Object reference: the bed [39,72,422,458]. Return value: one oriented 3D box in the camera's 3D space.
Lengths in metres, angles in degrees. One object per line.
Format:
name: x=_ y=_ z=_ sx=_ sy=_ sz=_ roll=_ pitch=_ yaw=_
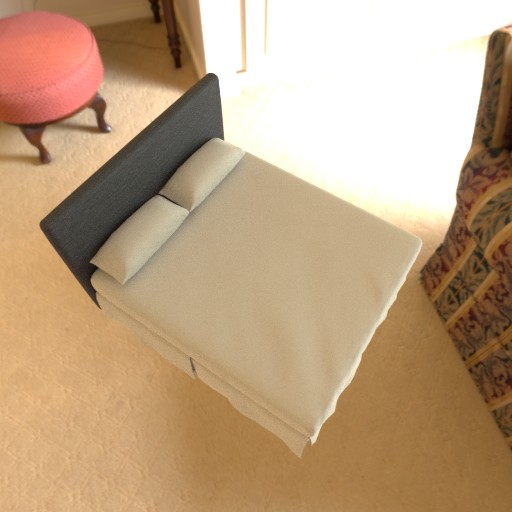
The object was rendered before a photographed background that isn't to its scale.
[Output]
bed: x=0.000 y=0.000 z=3.408 sx=2.142 sy=1.330 sz=1.884 roll=30 pitch=64 yaw=17
